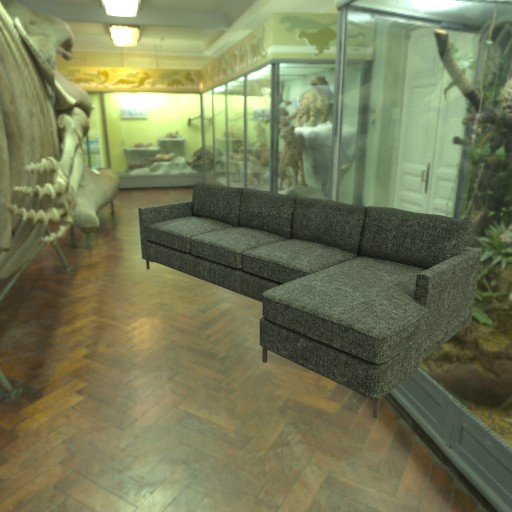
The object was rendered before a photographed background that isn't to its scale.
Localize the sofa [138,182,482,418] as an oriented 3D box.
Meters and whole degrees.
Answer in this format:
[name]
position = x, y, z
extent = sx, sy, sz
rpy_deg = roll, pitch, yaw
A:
[sofa]
position = 0.000, 0.000, 3.999
extent = 3.384, 0.970, 1.488
rpy_deg = 16, 23, 43
